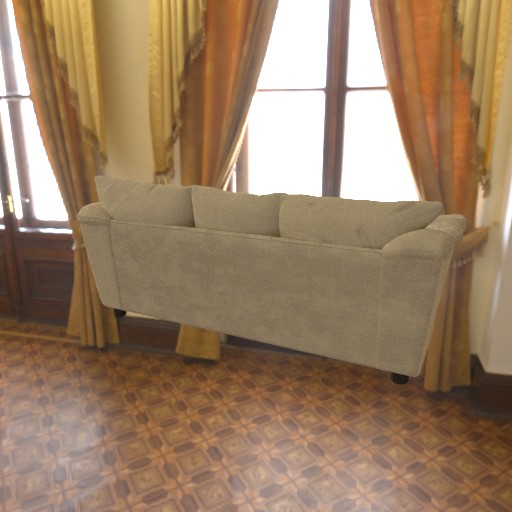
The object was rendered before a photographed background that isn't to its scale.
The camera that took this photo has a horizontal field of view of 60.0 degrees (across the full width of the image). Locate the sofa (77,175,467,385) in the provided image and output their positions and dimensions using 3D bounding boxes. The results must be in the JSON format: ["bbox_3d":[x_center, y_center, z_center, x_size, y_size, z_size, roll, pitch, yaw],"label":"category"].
[{"bbox_3d":[0.000,0.000,2.845,2.377,0.981,0.893,8,17,26],"label":"sofa"}]
